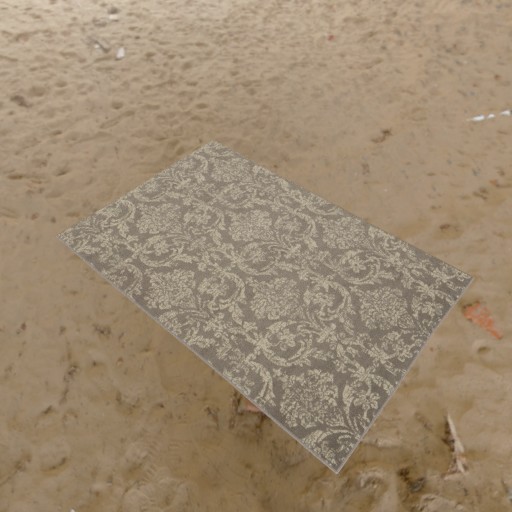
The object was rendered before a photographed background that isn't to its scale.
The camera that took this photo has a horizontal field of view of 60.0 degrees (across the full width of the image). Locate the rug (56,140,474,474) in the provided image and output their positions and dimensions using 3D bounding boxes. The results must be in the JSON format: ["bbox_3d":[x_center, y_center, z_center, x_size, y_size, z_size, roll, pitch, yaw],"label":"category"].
[{"bbox_3d":[0.000,0.000,3.456,2.746,0.018,1.819,33,56,26],"label":"rug"}]
